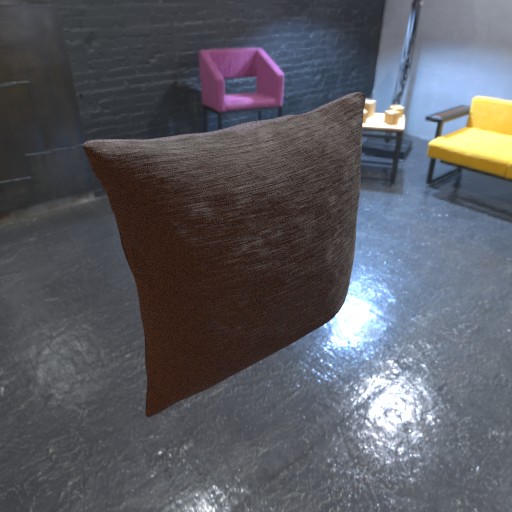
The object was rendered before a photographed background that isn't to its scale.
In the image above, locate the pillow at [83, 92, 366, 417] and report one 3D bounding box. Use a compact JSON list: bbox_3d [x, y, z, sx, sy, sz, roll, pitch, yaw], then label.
[{"bbox_3d":[0.000,0.000,0.690,0.452,0.439,0.204,-22,38,-32],"label":"pillow"}]
